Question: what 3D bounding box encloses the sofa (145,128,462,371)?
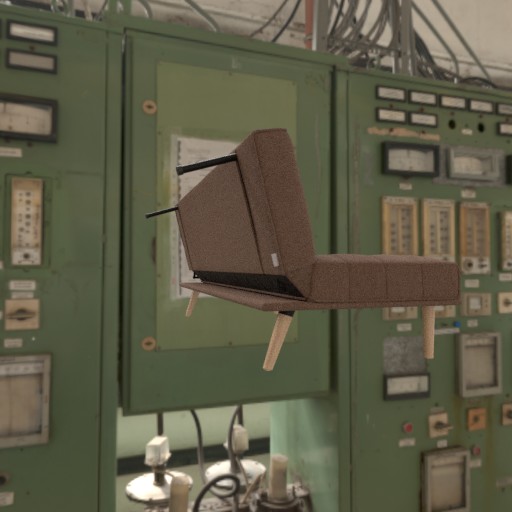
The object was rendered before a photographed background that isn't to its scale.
[{"bbox_3d":[0.000,0.000,2.339,1.038,0.810,1.820,0,-1,-18],"label":"sofa"}]
